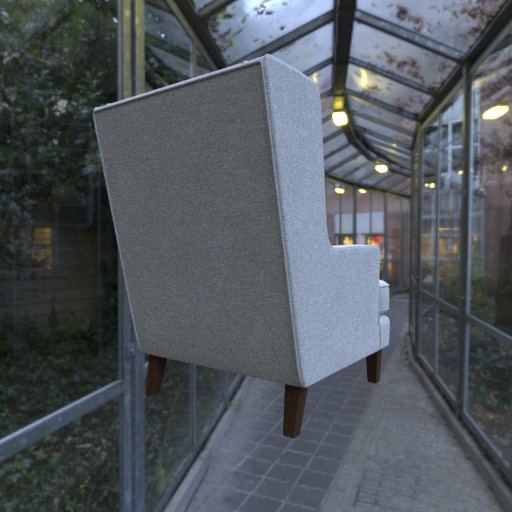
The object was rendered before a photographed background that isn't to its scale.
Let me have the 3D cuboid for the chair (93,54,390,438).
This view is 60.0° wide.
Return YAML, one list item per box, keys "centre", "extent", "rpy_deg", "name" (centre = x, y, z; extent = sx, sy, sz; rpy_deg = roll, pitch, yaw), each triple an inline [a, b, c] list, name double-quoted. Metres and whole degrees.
- centre: [0.000, 0.000, 1.738]
  extent: [0.764, 1.082, 0.948]
  rpy_deg: [1, 2, 36]
  name: "chair"
